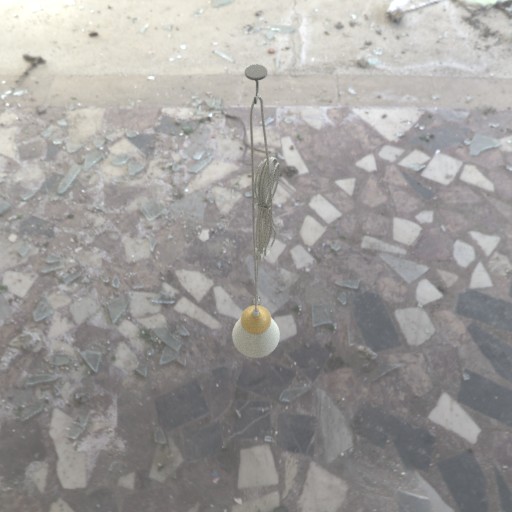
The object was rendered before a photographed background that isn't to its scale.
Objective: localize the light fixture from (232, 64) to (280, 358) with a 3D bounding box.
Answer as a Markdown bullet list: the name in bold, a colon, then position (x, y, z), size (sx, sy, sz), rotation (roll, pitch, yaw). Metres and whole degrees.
- **light fixture**: position (0.000, 0.000, 1.022), size (0.153, 0.966, 0.153), rotation (33, 64, 18)
